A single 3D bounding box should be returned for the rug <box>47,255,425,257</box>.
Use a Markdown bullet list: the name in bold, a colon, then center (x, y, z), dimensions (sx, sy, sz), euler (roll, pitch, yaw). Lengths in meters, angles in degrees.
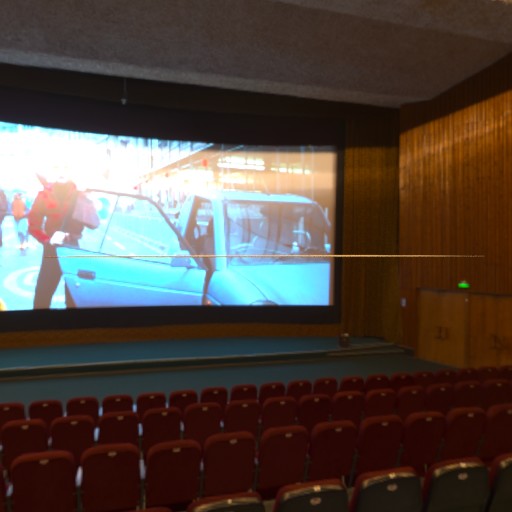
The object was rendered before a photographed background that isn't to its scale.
- **rug**: center (0.000, 0.000, 3.061), dimensions (2.453, 0.003, 1.519), euler (0, 0, -17)
